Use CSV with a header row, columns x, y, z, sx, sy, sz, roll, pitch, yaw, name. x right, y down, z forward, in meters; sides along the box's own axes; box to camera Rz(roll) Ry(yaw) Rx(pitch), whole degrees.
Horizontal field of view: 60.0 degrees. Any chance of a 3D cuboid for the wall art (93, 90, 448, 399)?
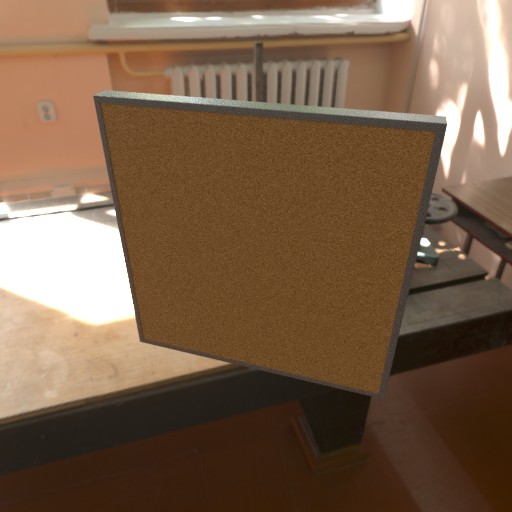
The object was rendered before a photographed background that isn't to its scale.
x,y,z,sx,sy,sz,roll,pitch,yaw,name
0.000,0.000,0.524,0.349,0.349,0.028,10,34,15,wall art
